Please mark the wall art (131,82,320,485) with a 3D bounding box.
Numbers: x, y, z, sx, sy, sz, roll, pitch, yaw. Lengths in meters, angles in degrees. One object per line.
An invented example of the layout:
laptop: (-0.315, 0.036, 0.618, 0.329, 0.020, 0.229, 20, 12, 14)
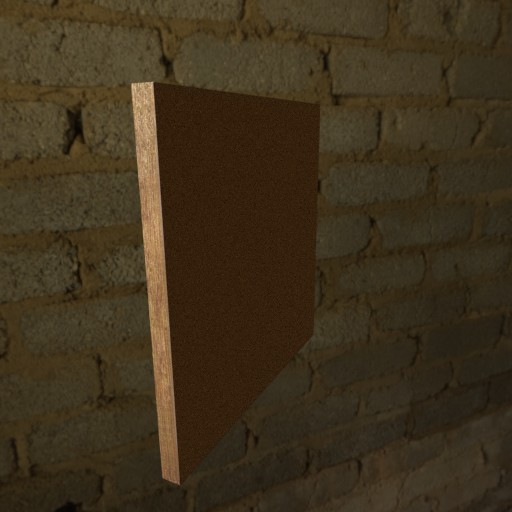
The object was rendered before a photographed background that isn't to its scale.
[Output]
wall art: (0.000, 0.000, 0.892, 0.042, 0.608, 0.611, 8, 18, 26)
